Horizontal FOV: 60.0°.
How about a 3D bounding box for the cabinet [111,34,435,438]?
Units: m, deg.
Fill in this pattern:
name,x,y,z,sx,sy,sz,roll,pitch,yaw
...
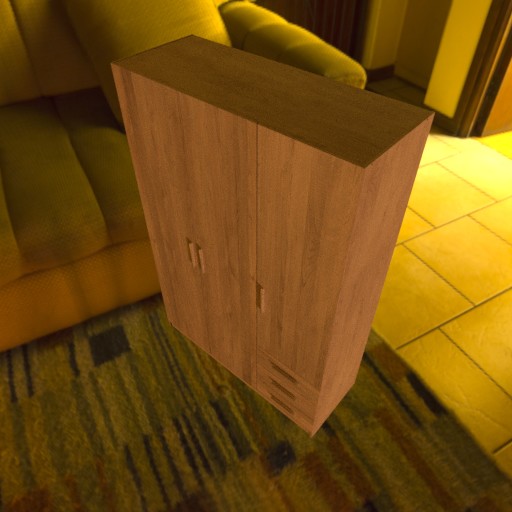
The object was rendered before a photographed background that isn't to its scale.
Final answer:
name,x,y,z,sx,sy,sz,roll,pitch,yaw
cabinet,0.000,0.000,2.448,1.290,1.910,0.510,31,52,28
